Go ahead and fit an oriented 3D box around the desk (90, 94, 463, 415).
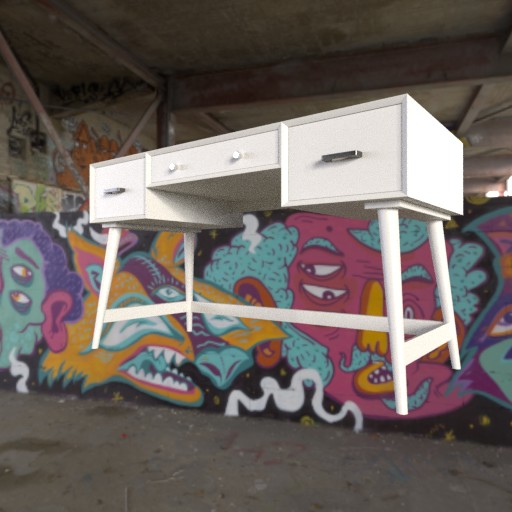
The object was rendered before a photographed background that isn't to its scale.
[{"bbox_3d":[0.000,0.000,1.662,1.313,0.762,0.589,0,0,37],"label":"desk"}]
